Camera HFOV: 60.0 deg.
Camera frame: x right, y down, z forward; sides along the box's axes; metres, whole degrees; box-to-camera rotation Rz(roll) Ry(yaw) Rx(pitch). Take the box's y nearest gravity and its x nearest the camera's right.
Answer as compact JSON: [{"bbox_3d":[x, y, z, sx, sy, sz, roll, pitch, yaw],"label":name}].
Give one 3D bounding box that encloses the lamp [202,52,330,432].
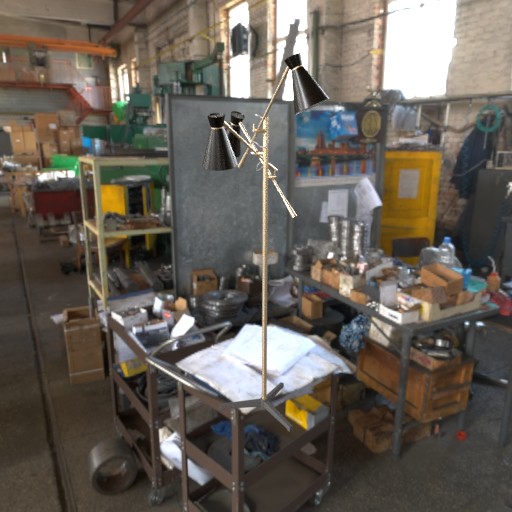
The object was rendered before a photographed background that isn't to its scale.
[{"bbox_3d":[0.000,0.000,2.218,0.750,1.804,0.653,7,16,26],"label":"lamp"}]
